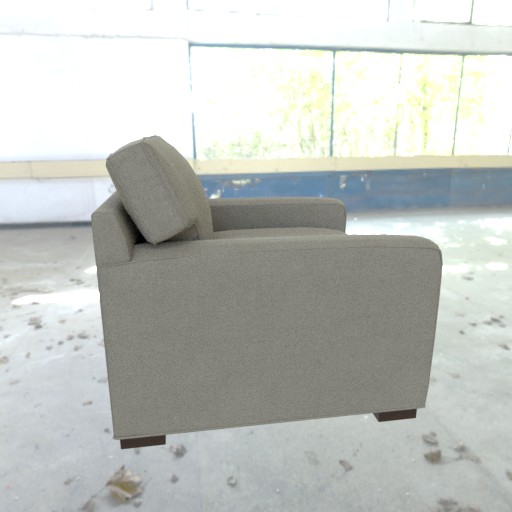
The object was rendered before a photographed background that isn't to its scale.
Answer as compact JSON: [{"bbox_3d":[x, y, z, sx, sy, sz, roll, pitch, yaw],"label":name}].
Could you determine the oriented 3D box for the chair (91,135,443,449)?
[{"bbox_3d":[0.000,0.000,1.779,1.044,0.934,0.999,-3,16,-9],"label":"chair"}]
